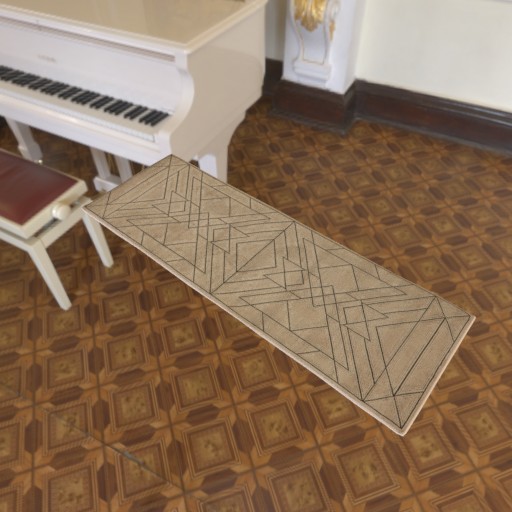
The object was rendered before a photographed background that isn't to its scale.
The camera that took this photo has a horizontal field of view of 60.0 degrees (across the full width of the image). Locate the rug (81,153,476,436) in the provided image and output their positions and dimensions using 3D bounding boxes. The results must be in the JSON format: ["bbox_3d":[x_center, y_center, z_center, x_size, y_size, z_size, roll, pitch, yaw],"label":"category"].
[{"bbox_3d":[0.000,0.000,2.674,2.381,0.036,0.831,31,54,26],"label":"rug"}]
